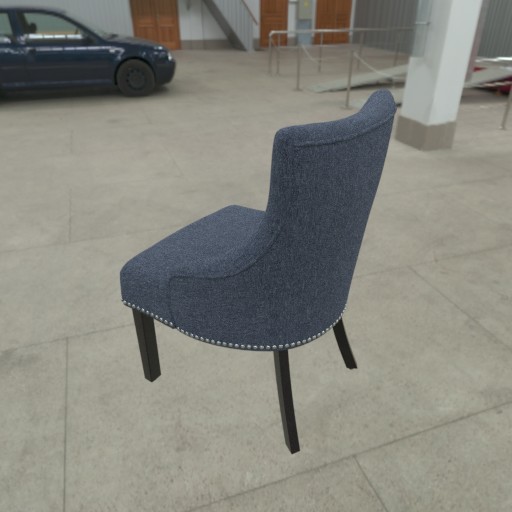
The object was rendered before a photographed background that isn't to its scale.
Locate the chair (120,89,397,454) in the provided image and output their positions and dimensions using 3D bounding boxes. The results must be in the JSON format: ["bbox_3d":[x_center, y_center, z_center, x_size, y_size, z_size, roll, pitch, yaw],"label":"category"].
[{"bbox_3d":[0.000,0.000,1.297,0.629,0.909,0.566,20,36,30],"label":"chair"}]
